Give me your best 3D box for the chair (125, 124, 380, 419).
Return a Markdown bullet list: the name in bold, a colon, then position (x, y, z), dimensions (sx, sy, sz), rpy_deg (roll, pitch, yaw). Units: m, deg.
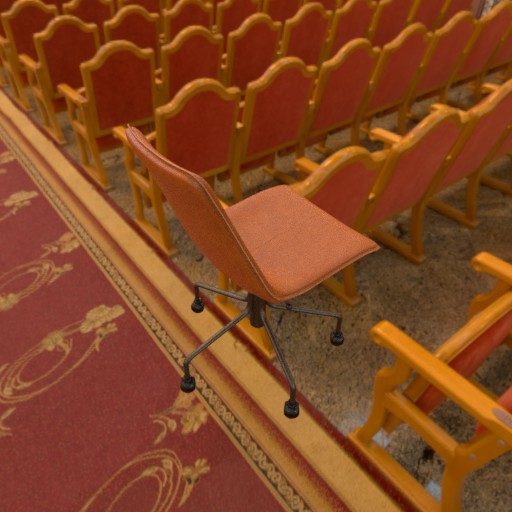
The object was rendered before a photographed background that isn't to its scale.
- **chair**: position (0.000, 0.000, 1.409), dimensions (0.660, 0.920, 0.651), rpy_deg (-26, 47, -27)
